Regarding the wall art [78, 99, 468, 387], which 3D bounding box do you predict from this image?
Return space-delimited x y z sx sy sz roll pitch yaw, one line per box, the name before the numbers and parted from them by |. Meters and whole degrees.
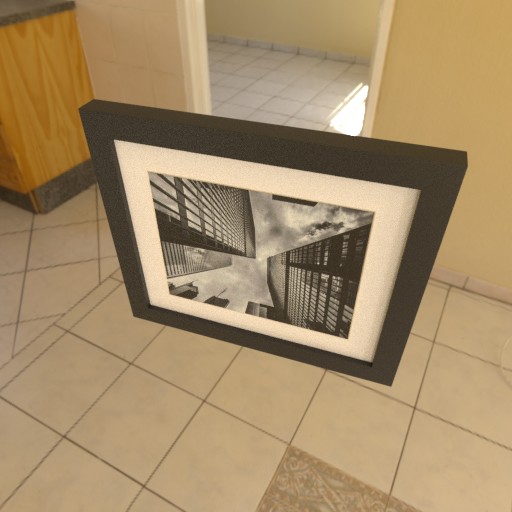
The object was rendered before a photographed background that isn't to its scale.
wall art | 0.000 0.000 0.528 0.381 0.321 0.028 12 42 14
